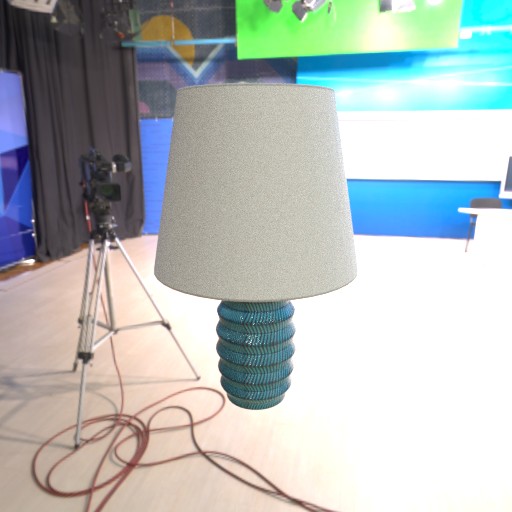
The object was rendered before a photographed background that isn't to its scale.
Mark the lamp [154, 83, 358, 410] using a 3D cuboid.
[{"bbox_3d":[0.000,0.000,0.561,0.254,0.392,0.254,0,15,0],"label":"lamp"}]
